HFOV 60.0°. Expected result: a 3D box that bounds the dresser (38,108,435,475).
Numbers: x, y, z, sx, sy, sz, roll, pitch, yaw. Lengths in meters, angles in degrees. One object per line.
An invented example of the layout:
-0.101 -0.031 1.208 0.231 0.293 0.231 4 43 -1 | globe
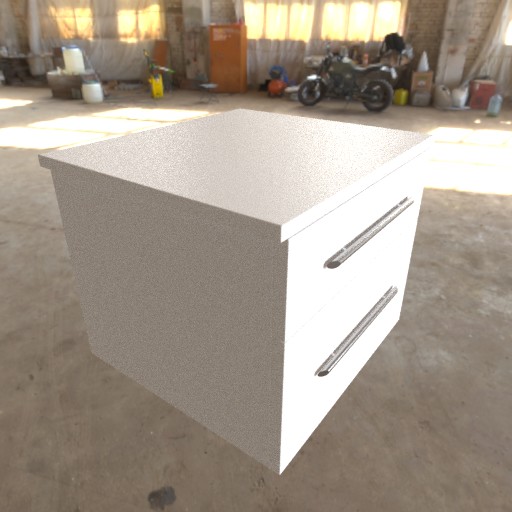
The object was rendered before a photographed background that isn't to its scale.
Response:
0.000 0.000 0.716 0.400 0.360 0.430 19 34 32 | dresser
